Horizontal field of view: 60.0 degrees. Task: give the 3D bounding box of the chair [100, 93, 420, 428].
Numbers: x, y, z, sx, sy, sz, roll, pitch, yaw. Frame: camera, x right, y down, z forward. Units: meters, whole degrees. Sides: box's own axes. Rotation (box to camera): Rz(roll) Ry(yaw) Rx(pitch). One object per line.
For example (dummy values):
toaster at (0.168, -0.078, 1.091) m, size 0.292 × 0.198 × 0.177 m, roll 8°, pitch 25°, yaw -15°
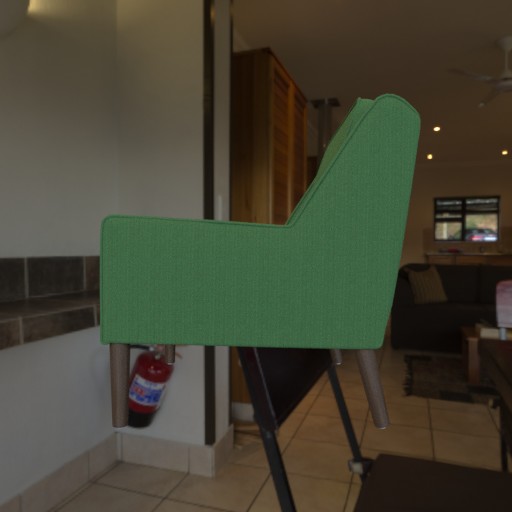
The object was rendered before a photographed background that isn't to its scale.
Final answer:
chair at (0.000, 0.000, 1.319) m, size 0.743 × 0.792 × 0.663 m, roll 0°, pitch 1°, yaw 0°
